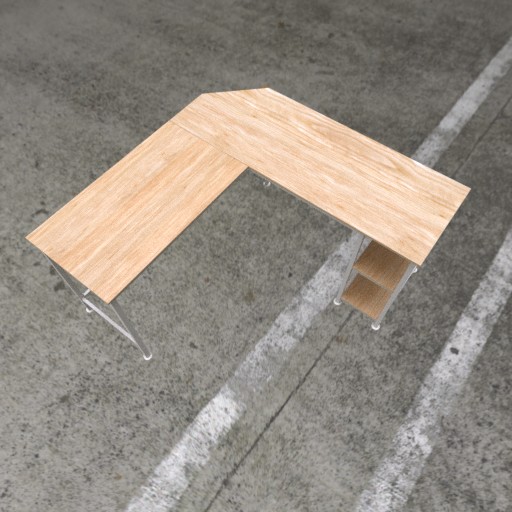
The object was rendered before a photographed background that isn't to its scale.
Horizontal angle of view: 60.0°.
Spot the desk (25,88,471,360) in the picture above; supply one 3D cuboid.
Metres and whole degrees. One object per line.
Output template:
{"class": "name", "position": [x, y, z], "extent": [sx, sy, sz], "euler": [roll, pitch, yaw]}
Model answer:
{"class": "desk", "position": [0.000, 0.000, 2.241], "extent": [1.379, 0.739, 1.379], "euler": [33, 65, 18]}
